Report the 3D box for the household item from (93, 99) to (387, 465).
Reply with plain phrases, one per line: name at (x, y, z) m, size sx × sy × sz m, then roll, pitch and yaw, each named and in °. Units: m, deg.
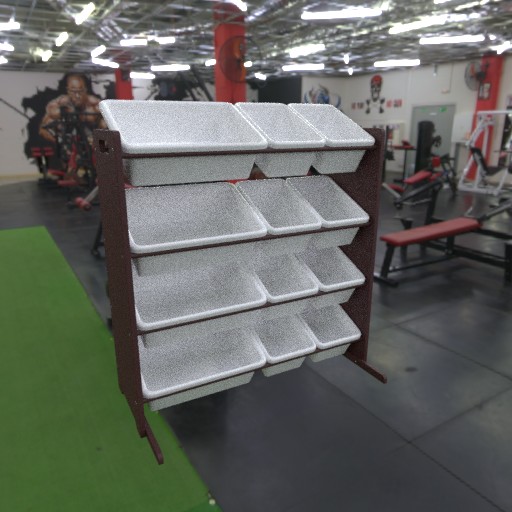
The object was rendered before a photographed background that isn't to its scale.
household item at (0.000, 0.000, 1.300) m, size 0.787 × 0.864 × 0.389 m, roll -9°, pitch 19°, yaw -27°
